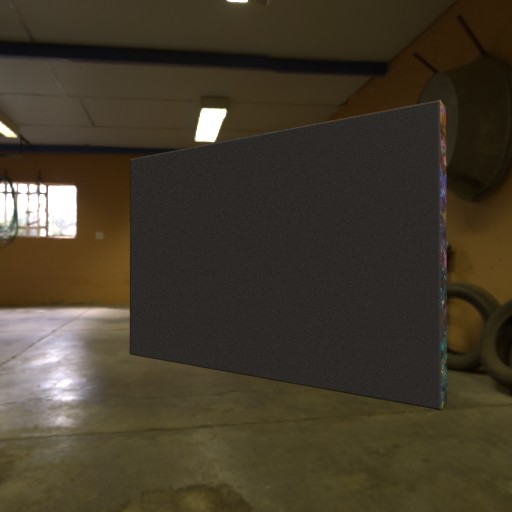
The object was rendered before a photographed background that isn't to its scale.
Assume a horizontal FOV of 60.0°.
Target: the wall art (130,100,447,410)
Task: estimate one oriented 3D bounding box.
[{"bbox_3d":[0.000,0.000,0.767,0.610,0.406,0.037,0,-1,34],"label":"wall art"}]
